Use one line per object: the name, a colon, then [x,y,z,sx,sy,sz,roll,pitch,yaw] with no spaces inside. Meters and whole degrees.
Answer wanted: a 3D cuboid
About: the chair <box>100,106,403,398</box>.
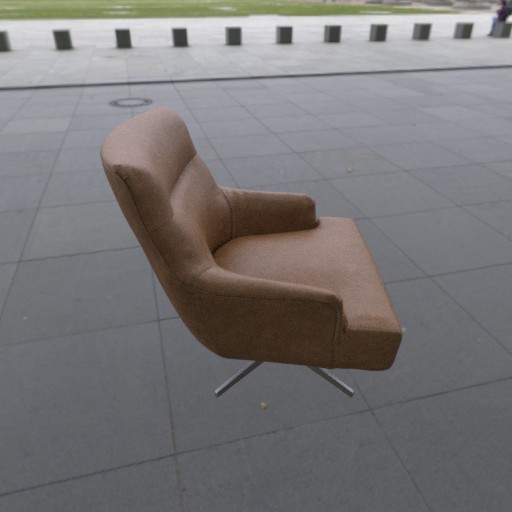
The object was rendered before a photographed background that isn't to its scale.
chair: [0.000,0.000,1.525,0.874,0.869,0.729,0,31,0]
